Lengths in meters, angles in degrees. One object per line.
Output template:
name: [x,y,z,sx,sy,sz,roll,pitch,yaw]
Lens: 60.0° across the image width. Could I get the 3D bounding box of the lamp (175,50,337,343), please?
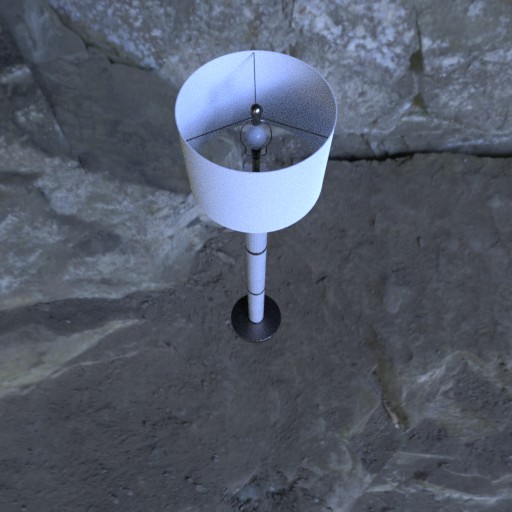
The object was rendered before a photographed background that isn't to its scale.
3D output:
lamp: [0.000,0.000,1.738,0.377,1.599,0.377,-1,64,-1]
